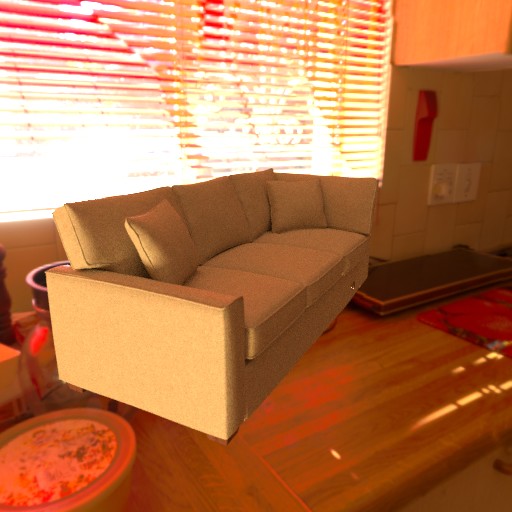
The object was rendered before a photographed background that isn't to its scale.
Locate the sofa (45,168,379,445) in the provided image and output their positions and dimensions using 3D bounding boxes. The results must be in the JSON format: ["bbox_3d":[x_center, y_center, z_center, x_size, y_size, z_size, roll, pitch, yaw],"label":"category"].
[{"bbox_3d":[0.000,0.000,2.861,1.061,0.962,2.317,8,18,26],"label":"sofa"}]
